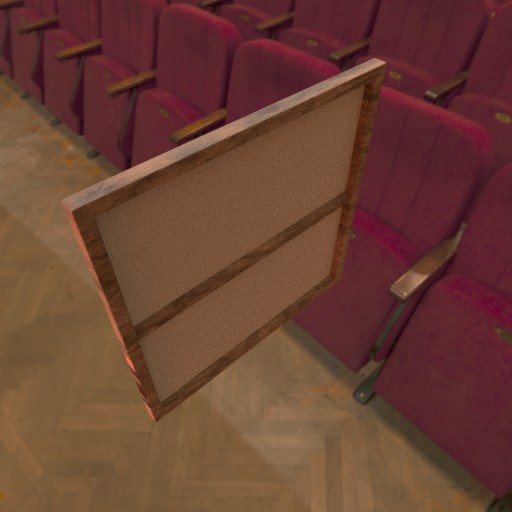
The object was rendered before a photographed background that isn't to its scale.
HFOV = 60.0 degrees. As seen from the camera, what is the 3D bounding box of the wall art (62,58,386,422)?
[{"bbox_3d":[0.000,0.000,1.088,0.747,0.747,0.035,-33,55,-27],"label":"wall art"}]
